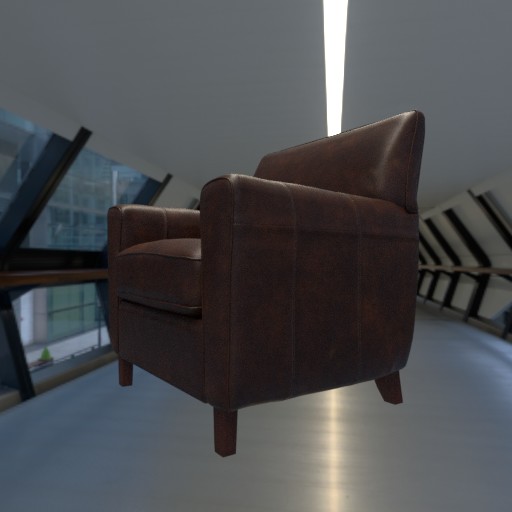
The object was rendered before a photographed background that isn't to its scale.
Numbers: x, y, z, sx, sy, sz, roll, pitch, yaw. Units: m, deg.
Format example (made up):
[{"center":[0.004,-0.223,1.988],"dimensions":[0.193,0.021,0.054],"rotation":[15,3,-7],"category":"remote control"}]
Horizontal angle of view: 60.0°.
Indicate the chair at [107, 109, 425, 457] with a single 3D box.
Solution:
[{"center":[0.000,0.000,1.533],"dimensions":[0.823,0.943,0.870],"rotation":[0,0,-36],"category":"chair"}]
